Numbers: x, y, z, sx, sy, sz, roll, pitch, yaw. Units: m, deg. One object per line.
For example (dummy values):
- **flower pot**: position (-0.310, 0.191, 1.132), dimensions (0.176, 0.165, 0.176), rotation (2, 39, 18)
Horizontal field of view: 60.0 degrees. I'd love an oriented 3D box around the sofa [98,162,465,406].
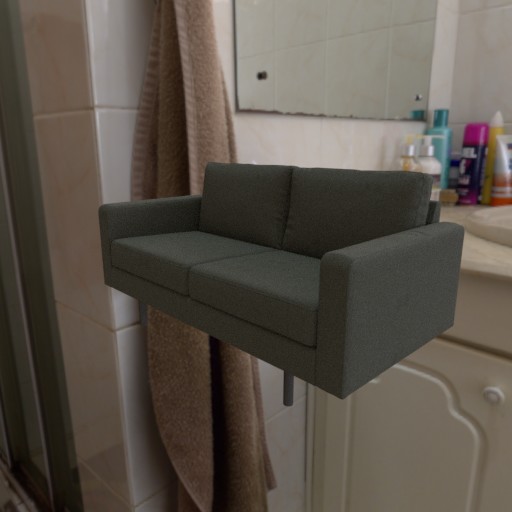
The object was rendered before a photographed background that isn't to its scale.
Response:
- **sofa**: position (0.000, 0.000, 2.287), dimensions (0.889, 0.897, 1.730), rotation (-13, 19, -42)
